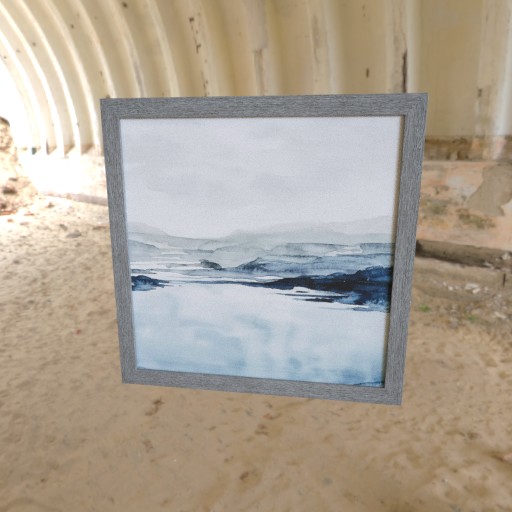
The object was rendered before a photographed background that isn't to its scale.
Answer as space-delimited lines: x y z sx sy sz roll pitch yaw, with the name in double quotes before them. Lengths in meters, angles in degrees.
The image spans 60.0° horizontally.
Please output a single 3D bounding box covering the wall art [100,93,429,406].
"wall art" 0.000 0.000 1.004 0.685 0.685 0.020 2 14 8
